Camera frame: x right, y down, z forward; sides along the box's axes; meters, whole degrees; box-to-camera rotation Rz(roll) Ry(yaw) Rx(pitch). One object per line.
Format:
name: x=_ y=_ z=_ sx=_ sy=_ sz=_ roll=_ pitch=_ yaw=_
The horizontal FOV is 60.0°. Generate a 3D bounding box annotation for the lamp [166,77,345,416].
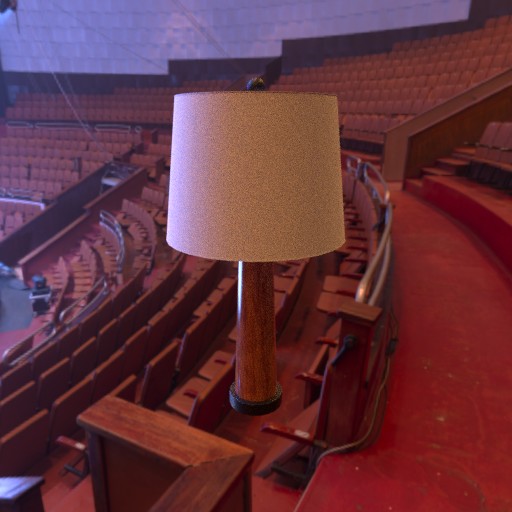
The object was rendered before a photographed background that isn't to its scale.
lamp: x=0.000 y=0.000 z=0.890 sx=0.349 sy=0.667 sz=0.349 roll=0 pitch=17 yaw=0
